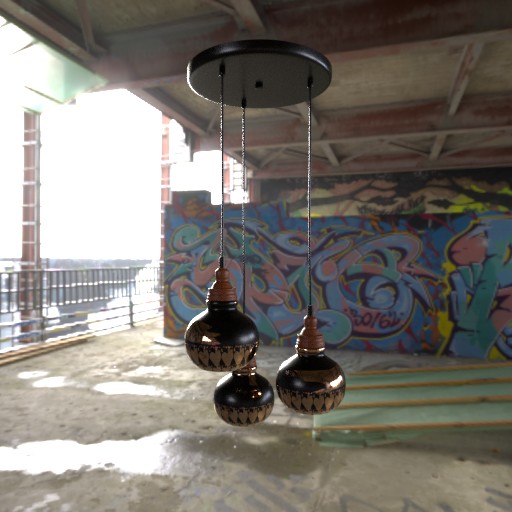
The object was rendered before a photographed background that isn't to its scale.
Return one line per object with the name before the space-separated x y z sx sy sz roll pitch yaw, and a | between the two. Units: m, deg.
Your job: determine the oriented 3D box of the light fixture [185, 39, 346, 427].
light fixture | 0.000 0.000 1.699 0.608 1.410 0.605 0 0 37
